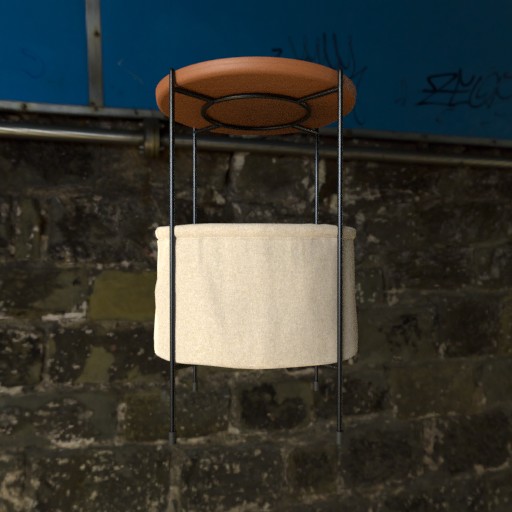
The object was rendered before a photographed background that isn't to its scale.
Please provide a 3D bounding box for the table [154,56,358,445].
[{"bbox_3d":[0.000,0.000,0.878,0.393,0.623,0.393,0,1,0],"label":"table"}]
